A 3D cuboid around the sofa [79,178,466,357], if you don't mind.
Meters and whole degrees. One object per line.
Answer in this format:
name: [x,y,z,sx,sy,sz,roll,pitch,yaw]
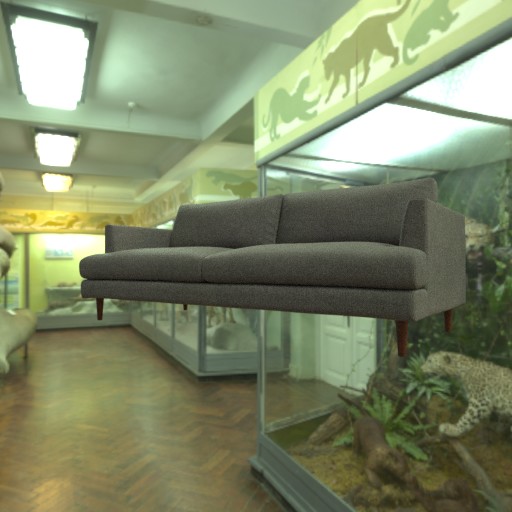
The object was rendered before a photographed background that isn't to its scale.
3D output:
sofa: [0.000,0.000,2.771,2.250,0.868,1.020,-1,-1,36]
